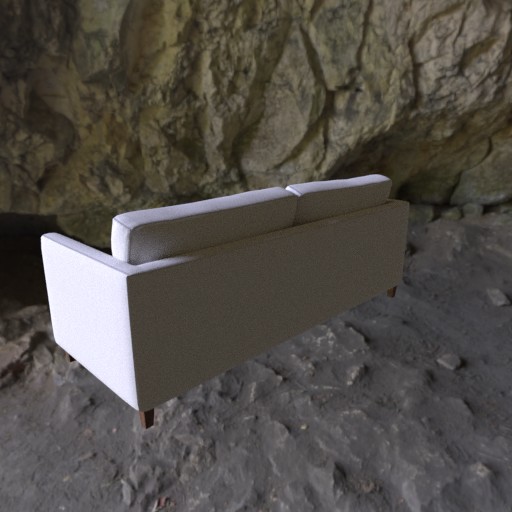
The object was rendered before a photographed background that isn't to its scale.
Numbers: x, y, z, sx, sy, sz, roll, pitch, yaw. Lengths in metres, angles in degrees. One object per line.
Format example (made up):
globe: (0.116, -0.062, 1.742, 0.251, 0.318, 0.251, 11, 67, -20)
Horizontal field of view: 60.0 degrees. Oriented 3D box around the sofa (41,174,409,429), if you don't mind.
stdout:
sofa: (0.000, 0.000, 2.904, 2.361, 0.962, 0.951, -16, 23, -42)
